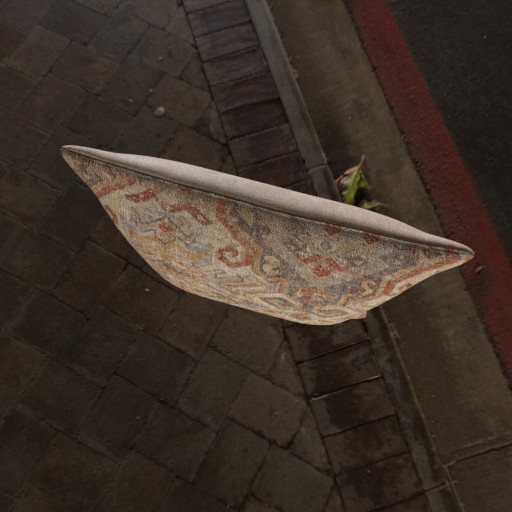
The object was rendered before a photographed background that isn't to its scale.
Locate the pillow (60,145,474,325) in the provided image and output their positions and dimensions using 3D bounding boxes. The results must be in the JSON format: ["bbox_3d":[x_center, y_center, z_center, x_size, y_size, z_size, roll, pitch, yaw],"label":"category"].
[{"bbox_3d":[0.000,0.000,0.772,0.523,0.506,0.166,15,76,4],"label":"pillow"}]
